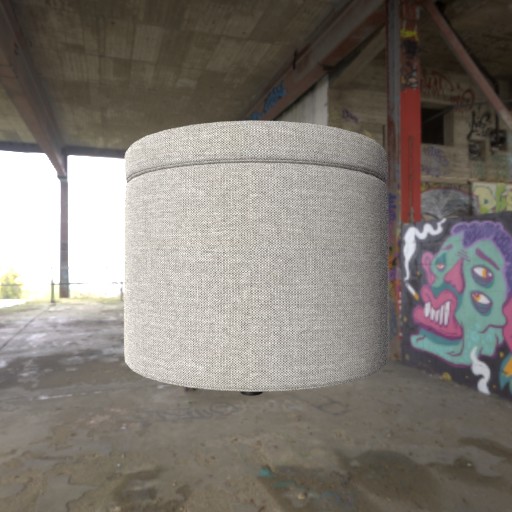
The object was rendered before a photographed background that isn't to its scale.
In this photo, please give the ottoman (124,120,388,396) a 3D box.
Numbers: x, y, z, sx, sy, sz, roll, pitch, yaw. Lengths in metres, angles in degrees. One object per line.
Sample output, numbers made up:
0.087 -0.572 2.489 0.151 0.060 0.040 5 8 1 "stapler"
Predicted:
0.000 0.000 0.876 0.500 0.419 0.500 0 0 0 "ottoman"
